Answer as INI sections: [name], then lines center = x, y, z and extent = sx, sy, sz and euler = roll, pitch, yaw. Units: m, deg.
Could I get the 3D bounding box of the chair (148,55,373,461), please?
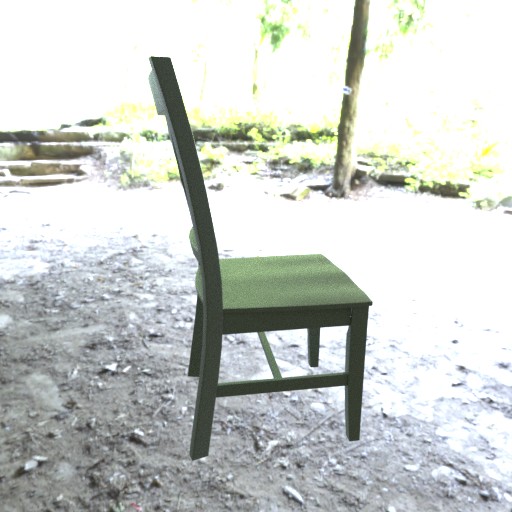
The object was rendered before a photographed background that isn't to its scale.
[chair]
center = 0.000, 0.000, 1.274
extent = 0.542, 0.983, 0.485
euler = -3, 17, -9
